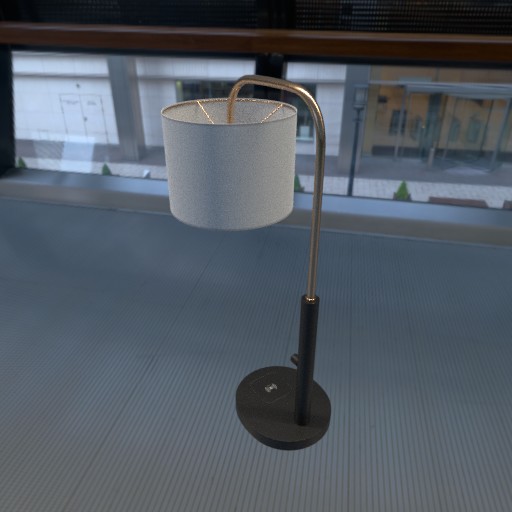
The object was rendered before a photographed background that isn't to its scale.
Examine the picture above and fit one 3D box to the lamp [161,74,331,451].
[{"bbox_3d":[0.000,0.000,0.709,0.199,0.540,0.337,-18,34,-30],"label":"lamp"}]
